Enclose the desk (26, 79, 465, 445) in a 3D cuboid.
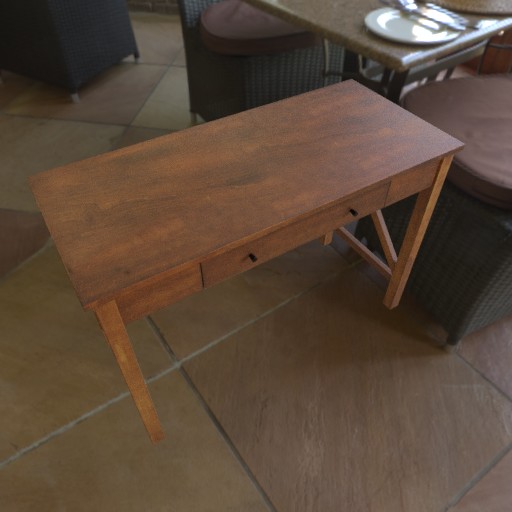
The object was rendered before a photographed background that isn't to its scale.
[{"bbox_3d":[0.000,0.000,1.500,1.117,0.762,0.508,-24,51,-21],"label":"desk"}]
